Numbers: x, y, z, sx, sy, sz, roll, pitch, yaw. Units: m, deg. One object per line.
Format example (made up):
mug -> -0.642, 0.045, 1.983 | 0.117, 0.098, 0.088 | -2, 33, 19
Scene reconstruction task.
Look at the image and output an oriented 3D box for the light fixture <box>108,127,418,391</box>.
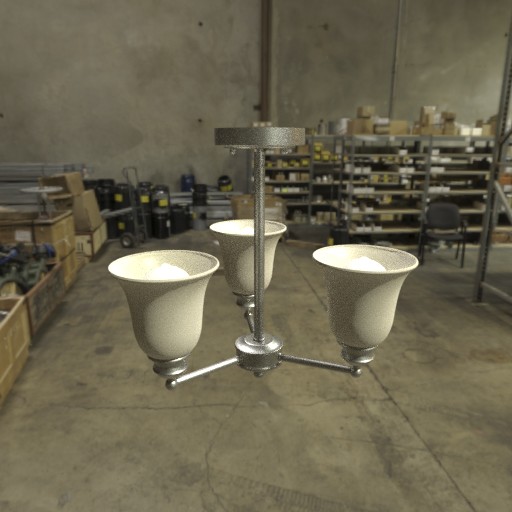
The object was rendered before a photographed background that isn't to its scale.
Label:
light fixture -> 0.000, 0.000, 0.671 | 0.388, 0.370, 0.354 | -2, 15, -7
